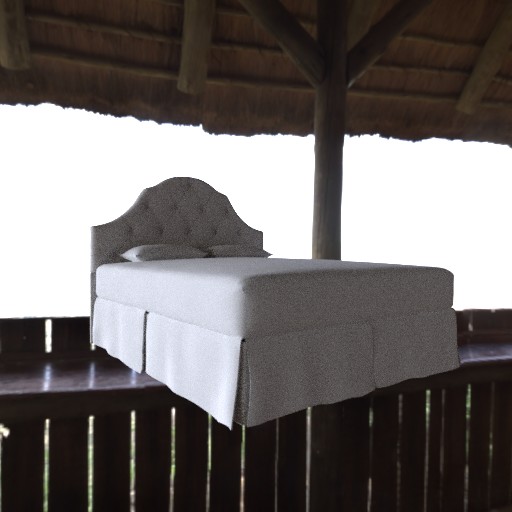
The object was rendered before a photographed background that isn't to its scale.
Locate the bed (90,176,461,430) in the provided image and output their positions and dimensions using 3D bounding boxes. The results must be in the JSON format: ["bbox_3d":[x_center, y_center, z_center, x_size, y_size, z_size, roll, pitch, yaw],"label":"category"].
[{"bbox_3d":[0.000,0.000,3.631,2.039,1.617,2.477,-1,1,-36],"label":"bed"}]
